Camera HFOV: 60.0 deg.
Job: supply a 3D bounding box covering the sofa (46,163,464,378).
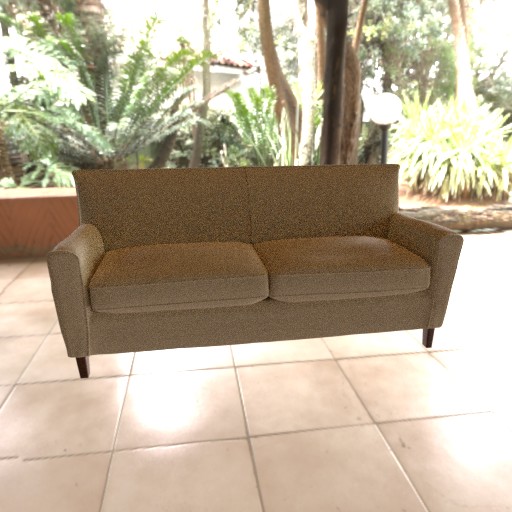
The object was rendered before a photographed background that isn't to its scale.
[{"bbox_3d":[0.000,0.000,2.457,2.001,0.907,0.841,-3,17,-9],"label":"sofa"}]
